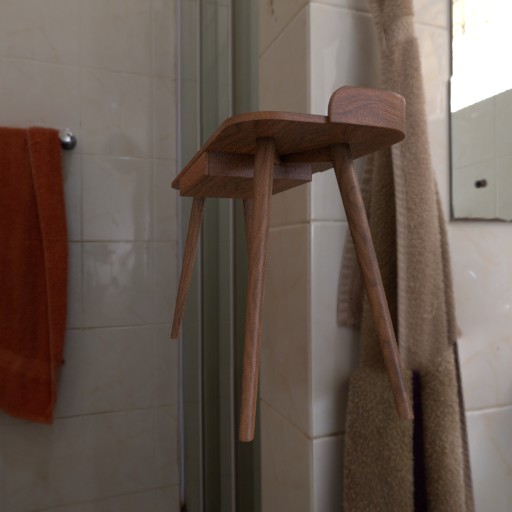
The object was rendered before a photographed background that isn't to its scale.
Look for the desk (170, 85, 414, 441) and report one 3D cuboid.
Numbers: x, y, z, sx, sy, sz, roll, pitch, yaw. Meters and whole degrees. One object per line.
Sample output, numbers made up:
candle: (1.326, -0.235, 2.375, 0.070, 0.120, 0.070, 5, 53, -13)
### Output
desk: (0.000, 0.000, 1.622, 0.486, 0.800, 1.256, 0, 0, -18)
